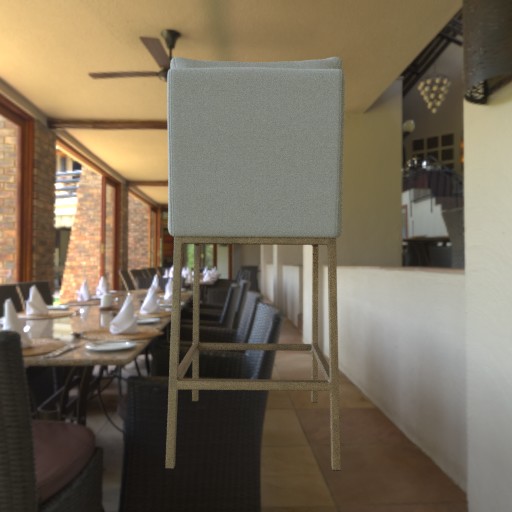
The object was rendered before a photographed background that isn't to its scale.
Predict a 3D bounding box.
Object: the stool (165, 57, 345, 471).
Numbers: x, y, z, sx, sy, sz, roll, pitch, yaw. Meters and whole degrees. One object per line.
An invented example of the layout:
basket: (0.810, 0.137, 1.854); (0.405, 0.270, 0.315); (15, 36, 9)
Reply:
stool: (0.000, 0.000, 1.330); (0.463, 1.032, 0.572); (0, -1, 0)
